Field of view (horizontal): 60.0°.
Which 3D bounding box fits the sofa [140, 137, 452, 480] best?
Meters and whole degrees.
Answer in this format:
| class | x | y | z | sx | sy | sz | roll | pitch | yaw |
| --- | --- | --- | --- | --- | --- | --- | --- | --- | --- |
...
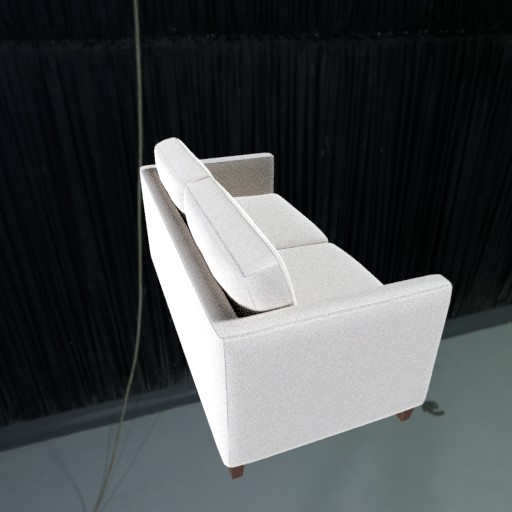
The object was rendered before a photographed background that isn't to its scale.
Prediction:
| class | x | y | z | sx | sy | sz | roll | pitch | yaw |
| --- | --- | --- | --- | --- | --- | --- | --- | --- | --- |
| sofa | 0.000 | 0.000 | 2.201 | 0.873 | 0.888 | 1.722 | -10 | 31 | -18 |
